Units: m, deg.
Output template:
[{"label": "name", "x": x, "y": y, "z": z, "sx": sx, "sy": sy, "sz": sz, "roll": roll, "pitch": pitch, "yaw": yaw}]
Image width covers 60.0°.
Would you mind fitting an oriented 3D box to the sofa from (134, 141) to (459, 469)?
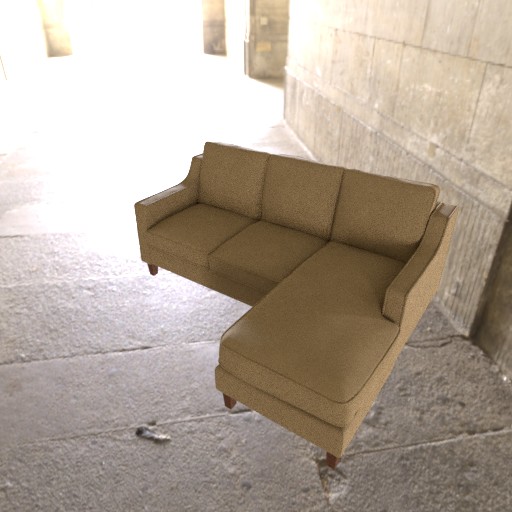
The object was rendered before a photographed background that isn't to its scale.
[{"label": "sofa", "x": 0.000, "y": 0.000, "z": 3.231, "sx": 2.317, "sy": 1.066, "sz": 1.858, "roll": 20, "pitch": 36, "yaw": 29}]
